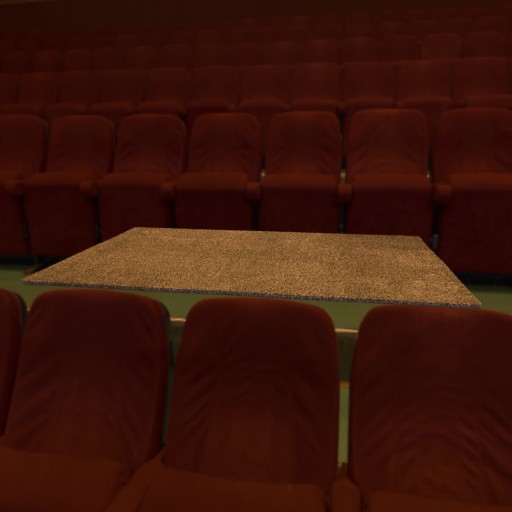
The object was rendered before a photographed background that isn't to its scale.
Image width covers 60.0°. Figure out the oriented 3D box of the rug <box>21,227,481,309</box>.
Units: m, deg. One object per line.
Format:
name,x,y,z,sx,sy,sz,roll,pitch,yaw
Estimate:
rug,0.000,0.000,2.928,2.352,0.025,1.501,2,15,9
